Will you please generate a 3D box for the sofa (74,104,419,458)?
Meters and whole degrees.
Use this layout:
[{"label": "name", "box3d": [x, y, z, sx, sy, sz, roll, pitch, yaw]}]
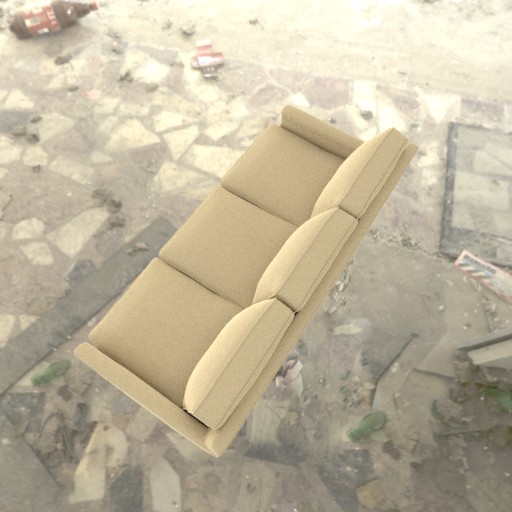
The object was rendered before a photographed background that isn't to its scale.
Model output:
[{"label": "sofa", "box3d": [0.000, 0.000, 2.847, 1.084, 1.003, 2.246, 31, 67, 14]}]
